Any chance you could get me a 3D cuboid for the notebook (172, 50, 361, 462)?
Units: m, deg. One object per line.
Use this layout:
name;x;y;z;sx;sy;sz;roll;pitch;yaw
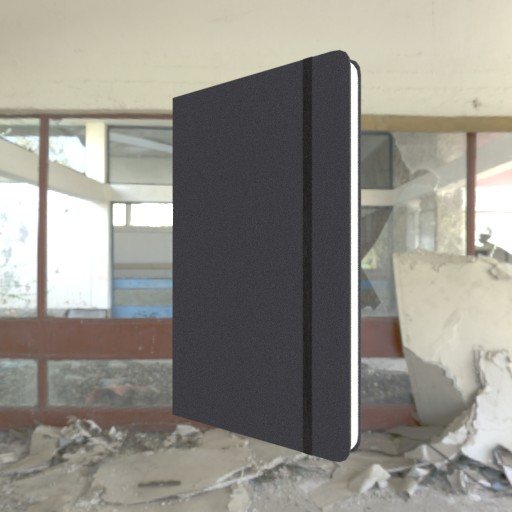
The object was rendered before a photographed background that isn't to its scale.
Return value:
notebook;0.000;0.000;0.266;0.127;0.213;0.016;0;0;35
